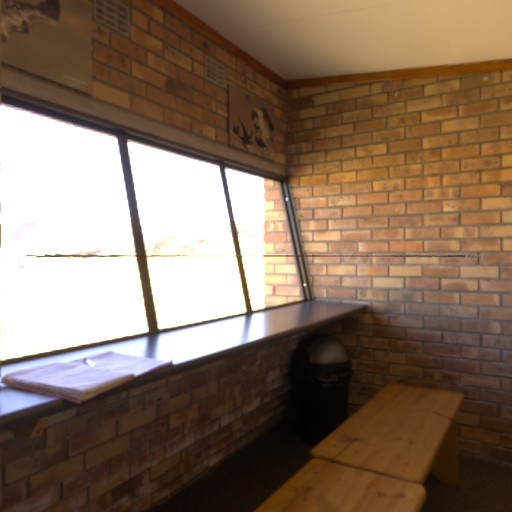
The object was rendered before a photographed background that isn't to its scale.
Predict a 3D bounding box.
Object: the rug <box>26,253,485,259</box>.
[{"bbox_3d":[0.000,0.000,2.530,2.021,0.027,1.224,0,0,0],"label":"rug"}]
